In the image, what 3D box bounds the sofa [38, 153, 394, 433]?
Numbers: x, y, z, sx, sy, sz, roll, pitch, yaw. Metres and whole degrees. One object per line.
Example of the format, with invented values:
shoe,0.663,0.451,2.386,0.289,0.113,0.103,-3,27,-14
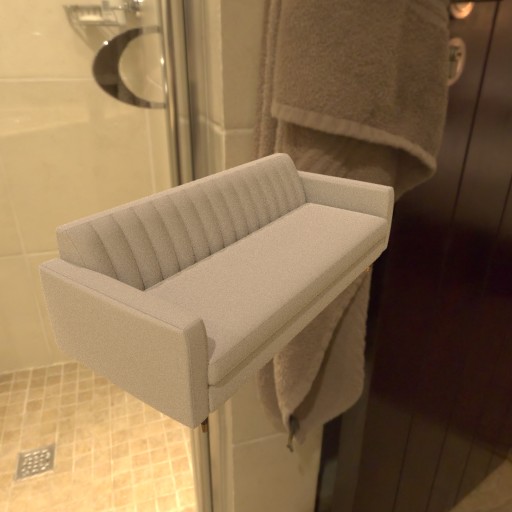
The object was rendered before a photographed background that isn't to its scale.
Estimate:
sofa,0.000,0.000,2.767,0.990,0.821,2.291,17,30,31
